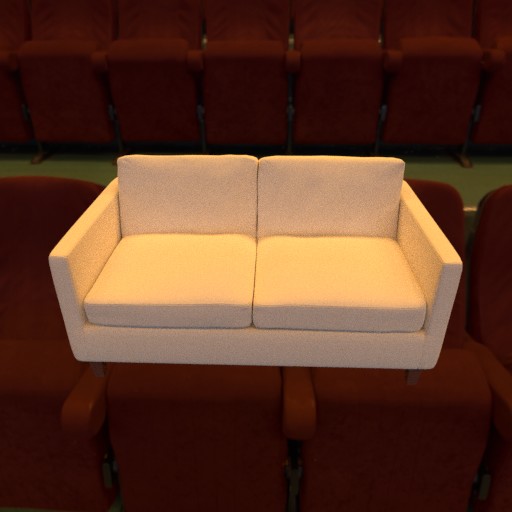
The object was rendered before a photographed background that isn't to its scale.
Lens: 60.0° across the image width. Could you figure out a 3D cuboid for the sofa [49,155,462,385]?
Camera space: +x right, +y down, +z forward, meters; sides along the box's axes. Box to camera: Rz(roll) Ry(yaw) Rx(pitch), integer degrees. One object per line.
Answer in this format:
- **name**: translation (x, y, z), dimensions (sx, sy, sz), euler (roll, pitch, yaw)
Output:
- **sofa**: translation (0.000, 0.000, 2.281), dimensions (1.702, 0.888, 0.964), euler (1, 30, 2)
